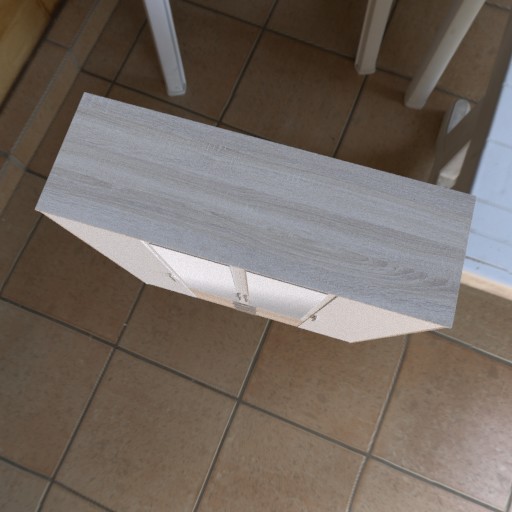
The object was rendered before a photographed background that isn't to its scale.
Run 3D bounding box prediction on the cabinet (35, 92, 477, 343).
[{"bbox_3d":[0.000,0.000,2.972,1.870,2.060,0.620,16,78,4],"label":"cabinet"}]
